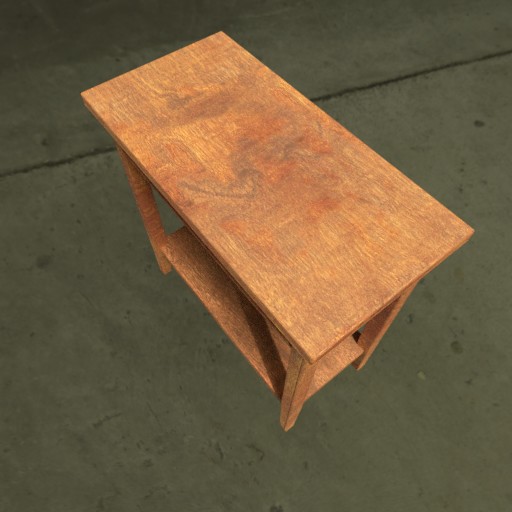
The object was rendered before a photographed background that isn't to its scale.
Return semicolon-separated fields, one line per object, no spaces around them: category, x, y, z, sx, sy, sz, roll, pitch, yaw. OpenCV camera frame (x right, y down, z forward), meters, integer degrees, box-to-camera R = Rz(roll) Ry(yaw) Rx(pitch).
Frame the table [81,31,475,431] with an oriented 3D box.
table;0.000;0.000;0.956;0.305;0.610;0.610;-34;64;-19
